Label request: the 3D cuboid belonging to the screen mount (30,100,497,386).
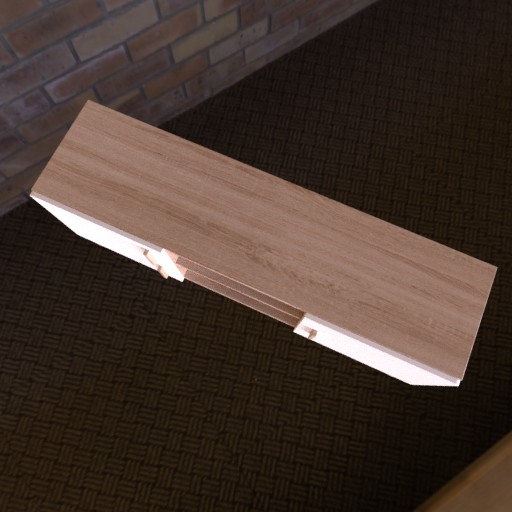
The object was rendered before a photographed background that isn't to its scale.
[{"bbox_3d":[0.000,0.000,1.719,1.500,0.570,0.420,23,76,6],"label":"screen mount"}]
